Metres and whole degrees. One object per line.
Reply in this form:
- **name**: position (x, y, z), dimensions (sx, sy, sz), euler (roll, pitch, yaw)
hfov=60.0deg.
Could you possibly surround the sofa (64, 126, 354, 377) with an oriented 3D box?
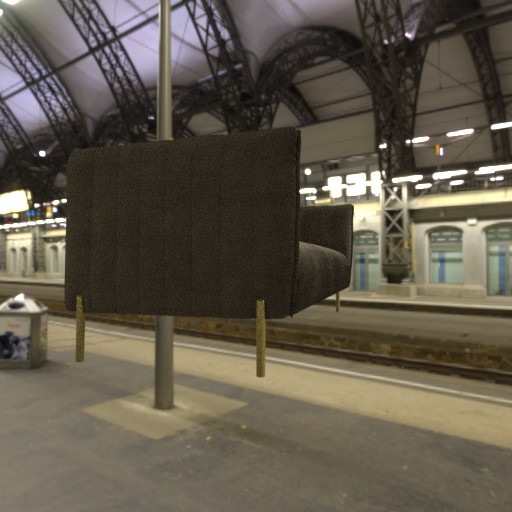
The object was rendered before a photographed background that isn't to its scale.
- **sofa**: position (0.000, 0.000, 2.383), dimensions (0.876, 0.780, 1.980), euler (0, -1, 17)
